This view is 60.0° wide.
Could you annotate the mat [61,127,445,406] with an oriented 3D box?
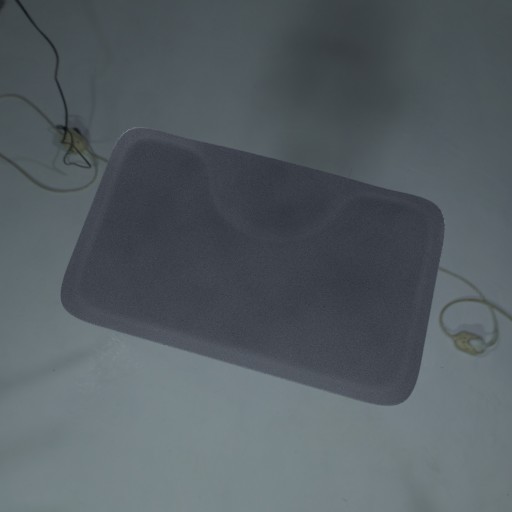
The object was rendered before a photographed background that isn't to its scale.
[{"bbox_3d":[0.000,0.000,1.892,1.524,0.013,0.918,15,77,4],"label":"mat"}]
